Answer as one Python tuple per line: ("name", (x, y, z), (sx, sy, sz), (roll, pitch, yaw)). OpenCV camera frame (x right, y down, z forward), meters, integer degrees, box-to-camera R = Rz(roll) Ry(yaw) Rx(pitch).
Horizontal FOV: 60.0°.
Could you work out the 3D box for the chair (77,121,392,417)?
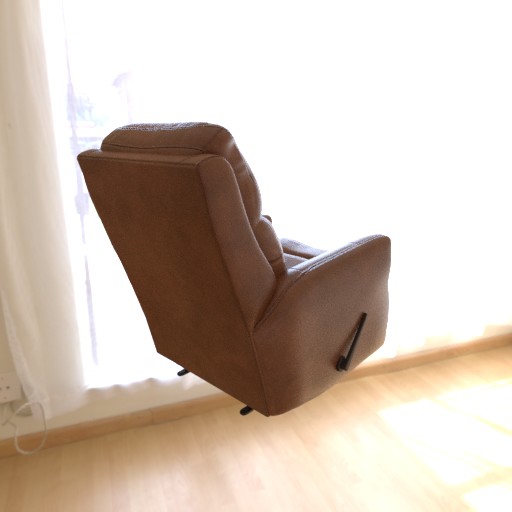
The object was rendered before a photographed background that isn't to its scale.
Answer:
("chair", (0.000, 0.000, 1.772), (0.821, 1.016, 1.072), (15, 21, 42))
